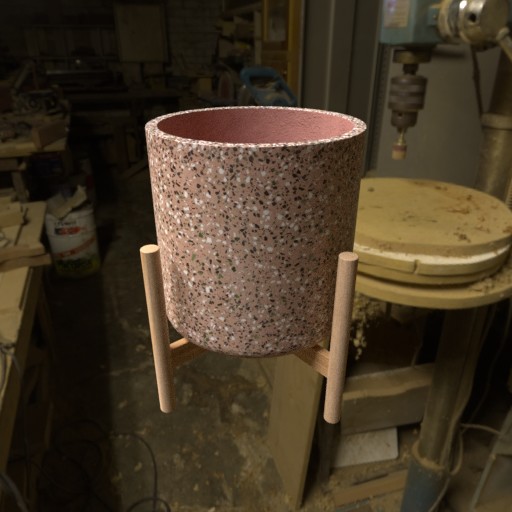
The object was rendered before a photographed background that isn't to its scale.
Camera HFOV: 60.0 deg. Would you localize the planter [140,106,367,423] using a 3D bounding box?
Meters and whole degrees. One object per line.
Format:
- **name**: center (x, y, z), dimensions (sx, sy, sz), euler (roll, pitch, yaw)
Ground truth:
- **planter**: center (0.000, 0.000, 0.714), dimensions (0.360, 0.419, 0.360), euler (-8, 28, -16)
